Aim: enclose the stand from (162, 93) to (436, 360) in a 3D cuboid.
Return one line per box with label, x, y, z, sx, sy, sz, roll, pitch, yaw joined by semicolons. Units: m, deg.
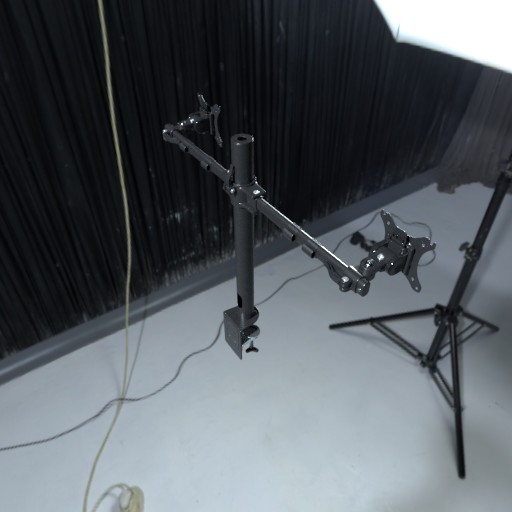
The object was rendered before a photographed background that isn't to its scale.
stand;0.000;0.000;1.030;0.150;0.603;0.743;-24;46;-25
